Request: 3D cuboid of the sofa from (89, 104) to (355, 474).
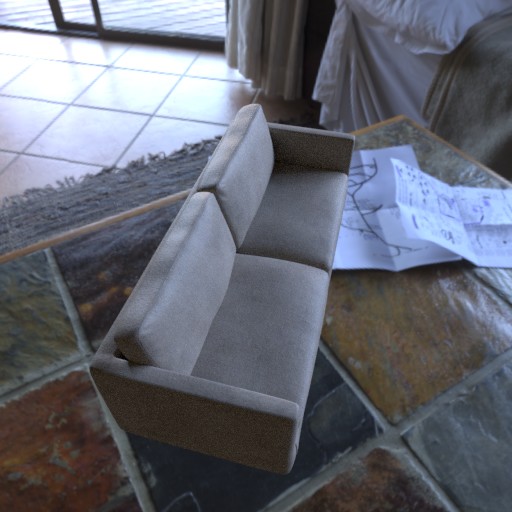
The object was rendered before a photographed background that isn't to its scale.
[{"bbox_3d":[0.000,0.000,2.734,0.951,0.965,2.208,11,48,10],"label":"sofa"}]
